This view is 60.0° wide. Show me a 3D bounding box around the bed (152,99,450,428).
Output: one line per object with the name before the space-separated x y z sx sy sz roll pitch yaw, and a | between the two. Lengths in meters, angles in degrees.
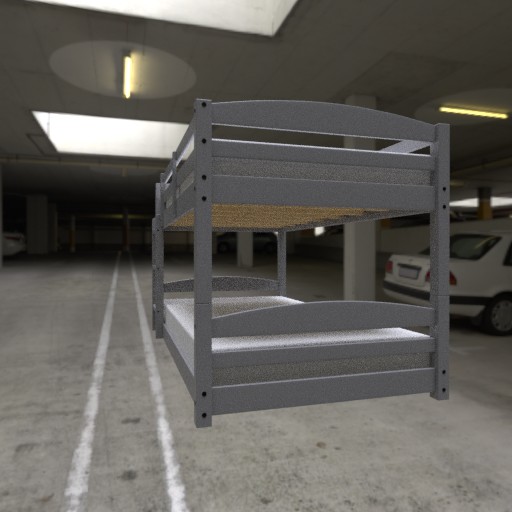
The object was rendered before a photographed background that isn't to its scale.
bed | 0.000 0.000 2.674 1.105 1.206 2.013 0 0 -17
